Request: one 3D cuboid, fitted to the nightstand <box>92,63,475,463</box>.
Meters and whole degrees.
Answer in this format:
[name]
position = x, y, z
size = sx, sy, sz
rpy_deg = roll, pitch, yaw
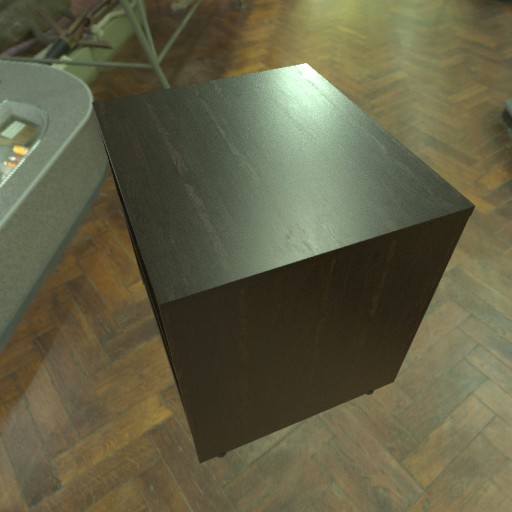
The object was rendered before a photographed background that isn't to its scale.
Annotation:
[nightstand]
position = 0.000, 0.000, 0.860
size = 0.427, 0.487, 0.489
rpy_deg = -17, 48, -15
